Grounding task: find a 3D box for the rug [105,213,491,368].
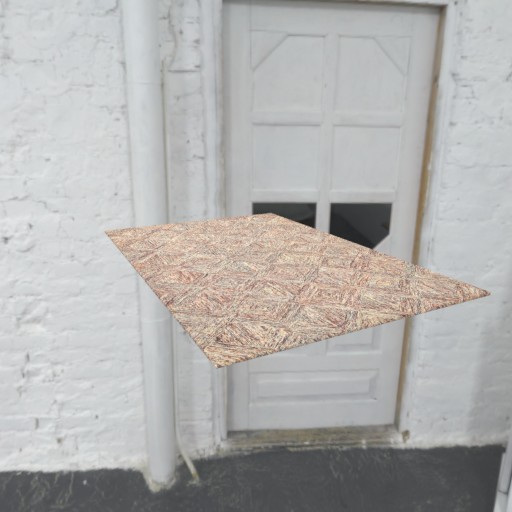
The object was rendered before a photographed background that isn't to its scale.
[{"bbox_3d":[0.000,0.000,2.896,1.523,0.019,2.285,-9,19,-26],"label":"rug"}]
